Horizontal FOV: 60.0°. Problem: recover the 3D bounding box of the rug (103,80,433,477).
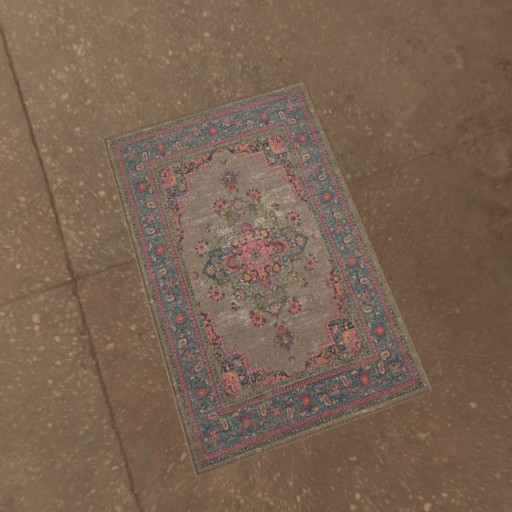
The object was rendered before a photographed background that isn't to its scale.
[{"bbox_3d":[0.000,0.000,2.203,1.144,0.014,1.748,-18,76,-5],"label":"rug"}]
